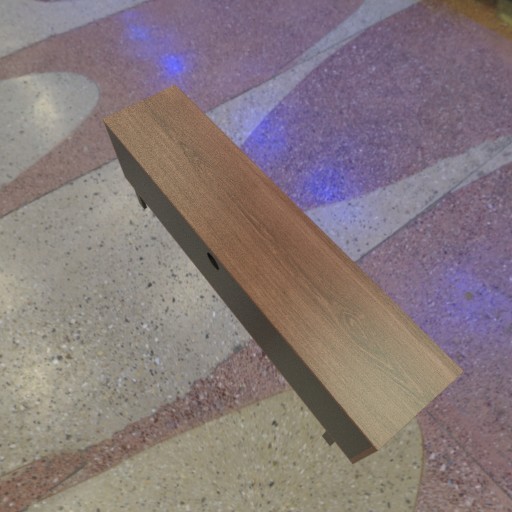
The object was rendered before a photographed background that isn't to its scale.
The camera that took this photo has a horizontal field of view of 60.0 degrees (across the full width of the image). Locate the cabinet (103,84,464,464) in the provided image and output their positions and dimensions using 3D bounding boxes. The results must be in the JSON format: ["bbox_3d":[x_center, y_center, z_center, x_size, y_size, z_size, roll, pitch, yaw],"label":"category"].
[{"bbox_3d":[0.000,0.000,1.847,0.400,0.500,1.650,-33,65,-18],"label":"cabinet"}]
